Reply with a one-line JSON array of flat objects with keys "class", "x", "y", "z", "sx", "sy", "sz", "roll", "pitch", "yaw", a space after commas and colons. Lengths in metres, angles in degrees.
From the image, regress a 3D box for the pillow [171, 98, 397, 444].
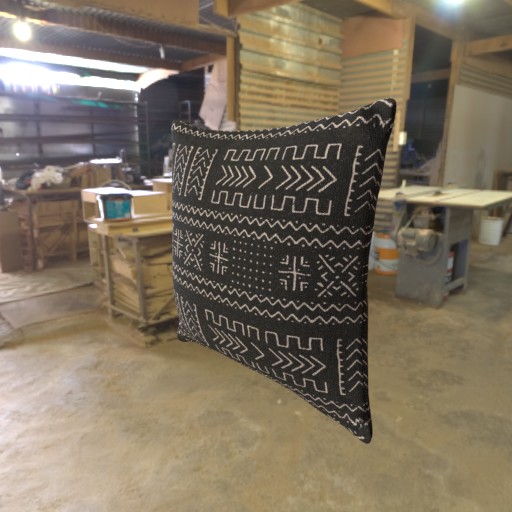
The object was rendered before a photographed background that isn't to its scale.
[{"class": "pillow", "x": 0.000, "y": 0.000, "z": 0.682, "sx": 0.164, "sy": 0.430, "sz": 0.438, "roll": -13, "pitch": 19, "yaw": -42}]
